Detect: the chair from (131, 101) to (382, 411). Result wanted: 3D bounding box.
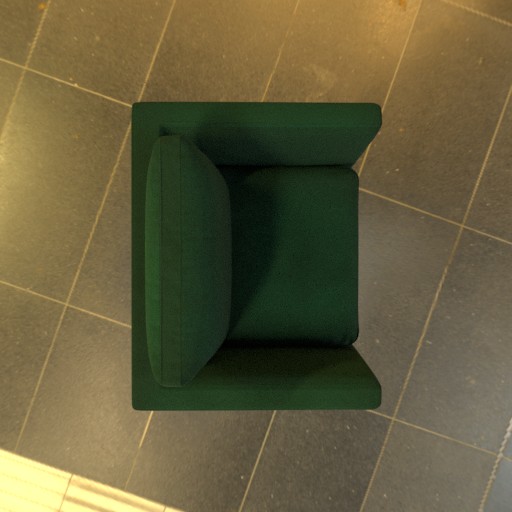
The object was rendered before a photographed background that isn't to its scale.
[{"bbox_3d":[0.000,0.000,1.738,0.852,0.997,1.047,0,90,-1],"label":"chair"}]
